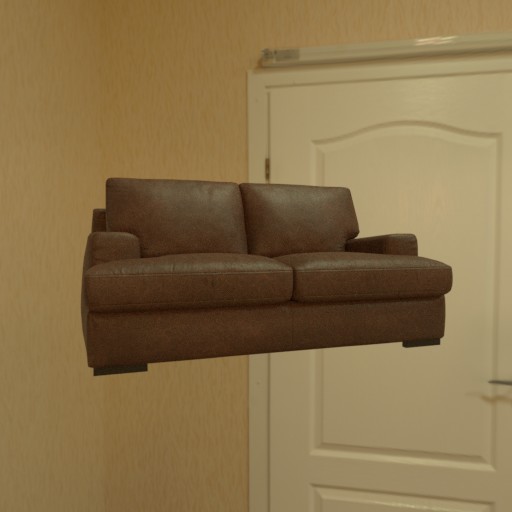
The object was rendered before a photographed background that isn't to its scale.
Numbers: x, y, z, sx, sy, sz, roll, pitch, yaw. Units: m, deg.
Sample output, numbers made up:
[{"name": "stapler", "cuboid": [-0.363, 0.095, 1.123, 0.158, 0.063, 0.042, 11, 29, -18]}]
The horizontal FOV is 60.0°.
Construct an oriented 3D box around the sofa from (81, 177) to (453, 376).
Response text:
[{"name": "sofa", "cuboid": [0.000, 0.000, 2.566, 1.880, 0.939, 1.143, -1, 2, -18]}]
